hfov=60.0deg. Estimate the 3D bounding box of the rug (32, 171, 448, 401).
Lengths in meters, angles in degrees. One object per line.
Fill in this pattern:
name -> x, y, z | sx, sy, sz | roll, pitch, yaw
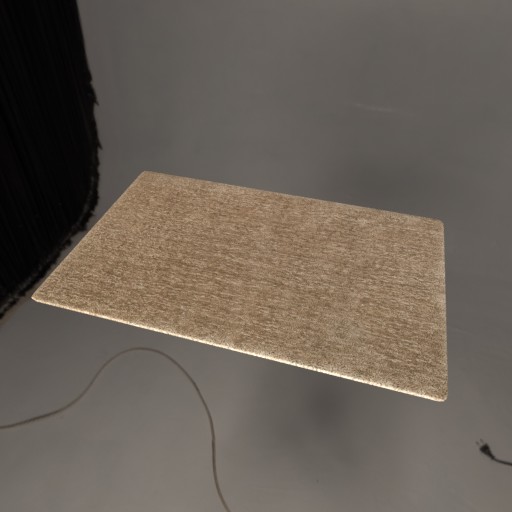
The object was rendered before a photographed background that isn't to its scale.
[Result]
rug -> 0.000, 0.000, 3.025 | 2.469, 0.024, 1.539 | 11, 44, 12
